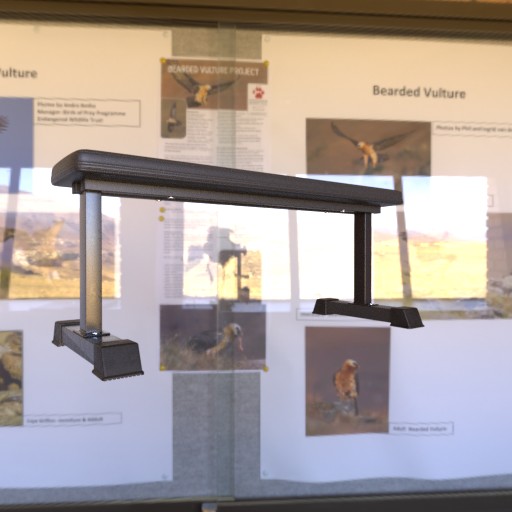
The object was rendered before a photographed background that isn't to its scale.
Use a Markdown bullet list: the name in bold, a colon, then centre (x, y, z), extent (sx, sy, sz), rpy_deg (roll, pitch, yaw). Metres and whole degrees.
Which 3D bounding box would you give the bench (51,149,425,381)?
- **bench**: centre (0.000, 0.000, 1.289), extent (1.072, 0.453, 0.439), rpy_deg (0, 1, -36)
